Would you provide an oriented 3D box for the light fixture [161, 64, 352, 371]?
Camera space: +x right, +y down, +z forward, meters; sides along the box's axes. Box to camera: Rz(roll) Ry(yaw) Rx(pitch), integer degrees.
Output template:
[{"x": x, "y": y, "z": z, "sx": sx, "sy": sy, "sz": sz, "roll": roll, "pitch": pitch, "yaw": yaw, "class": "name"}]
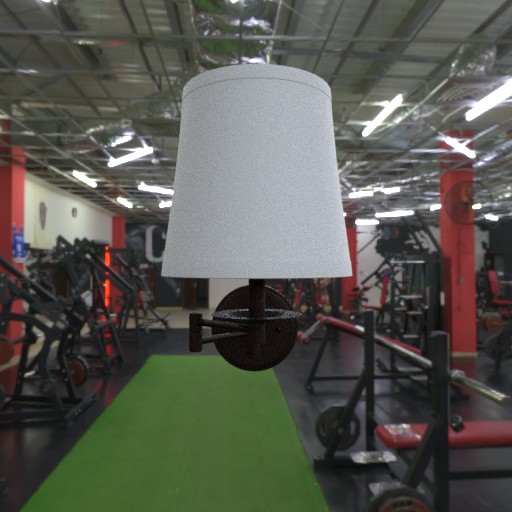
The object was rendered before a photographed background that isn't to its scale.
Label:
[{"x": 0.000, "y": 0.000, "z": 0.266, "sx": 0.100, "sy": 0.172, "sz": 0.157, "roll": 0, "pitch": -1, "yaw": -1, "class": "light fixture"}]
